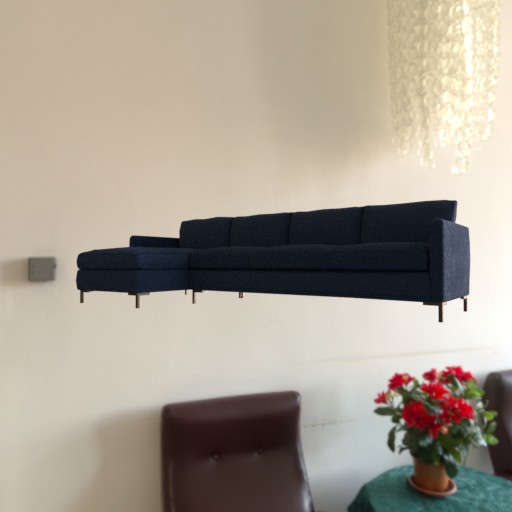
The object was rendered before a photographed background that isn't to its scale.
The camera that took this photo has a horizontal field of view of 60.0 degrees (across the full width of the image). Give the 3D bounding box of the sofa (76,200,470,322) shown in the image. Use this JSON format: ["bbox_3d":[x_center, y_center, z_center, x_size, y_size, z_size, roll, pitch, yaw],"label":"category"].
[{"bbox_3d":[0.000,0.000,2.947,2.450,0.679,1.128,-1,-1,36],"label":"sofa"}]
